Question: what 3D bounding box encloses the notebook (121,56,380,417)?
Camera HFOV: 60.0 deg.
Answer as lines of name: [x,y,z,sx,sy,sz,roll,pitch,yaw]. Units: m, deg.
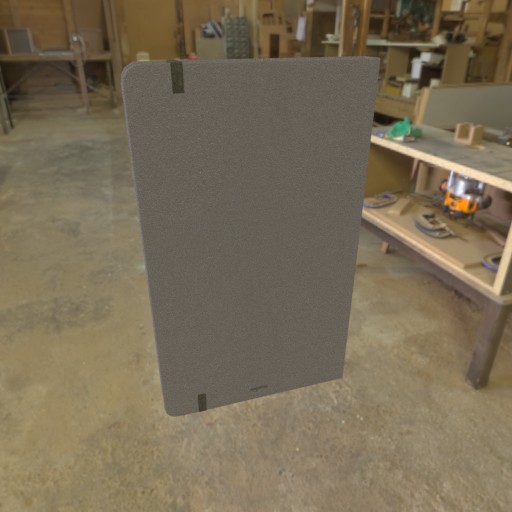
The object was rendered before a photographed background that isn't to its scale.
notebook: [0.000,0.000,0.262,0.127,0.213,0.016,-8,29,-15]
